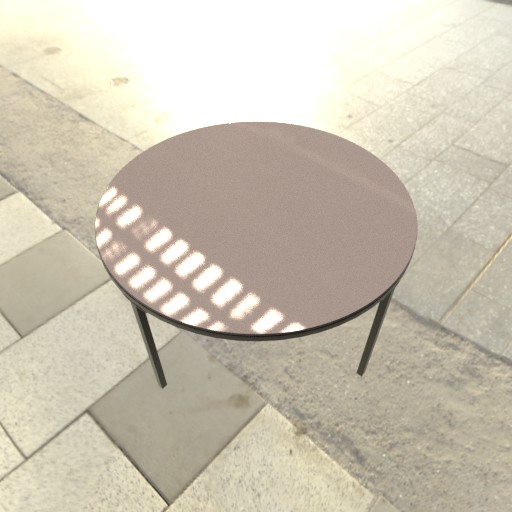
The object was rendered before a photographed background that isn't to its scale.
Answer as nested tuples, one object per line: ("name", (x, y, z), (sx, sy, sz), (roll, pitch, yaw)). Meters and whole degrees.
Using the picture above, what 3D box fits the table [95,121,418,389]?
("table", (0.000, 0.000, 1.272), (0.800, 0.400, 0.800), (0, 46, 0))
